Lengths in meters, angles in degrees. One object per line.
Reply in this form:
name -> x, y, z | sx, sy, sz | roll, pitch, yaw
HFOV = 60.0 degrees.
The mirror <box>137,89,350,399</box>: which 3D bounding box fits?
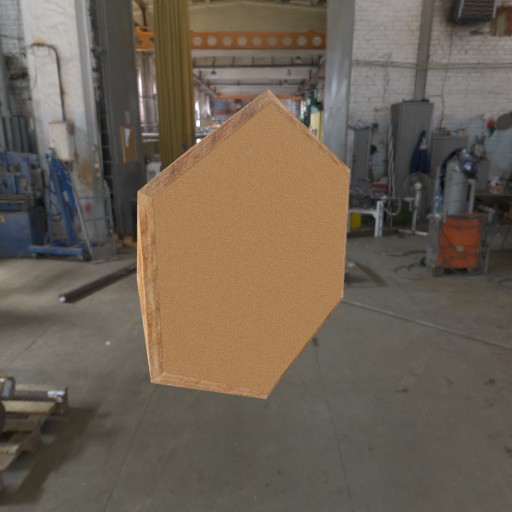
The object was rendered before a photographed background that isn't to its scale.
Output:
mirror -> 0.000, 0.000, 1.107 | 0.675, 0.779, 0.091 | -15, 21, -43
